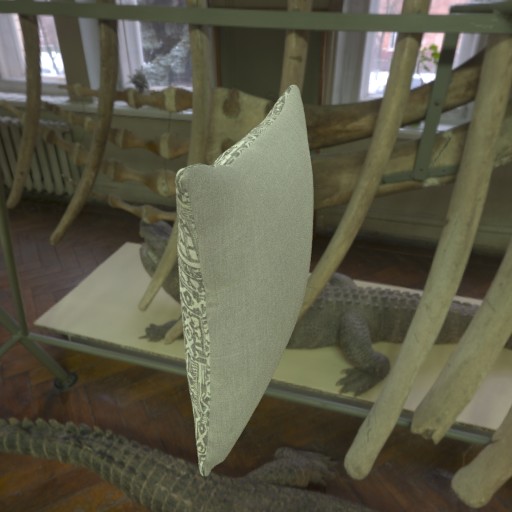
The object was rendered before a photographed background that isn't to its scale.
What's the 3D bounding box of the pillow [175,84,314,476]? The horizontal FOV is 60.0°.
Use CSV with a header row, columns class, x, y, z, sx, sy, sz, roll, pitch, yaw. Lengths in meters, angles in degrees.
class,x,y,z,sx,sy,sz,roll,pitch,yaw
pillow,0.000,0.000,0.773,0.180,0.487,0.546,8,31,14
